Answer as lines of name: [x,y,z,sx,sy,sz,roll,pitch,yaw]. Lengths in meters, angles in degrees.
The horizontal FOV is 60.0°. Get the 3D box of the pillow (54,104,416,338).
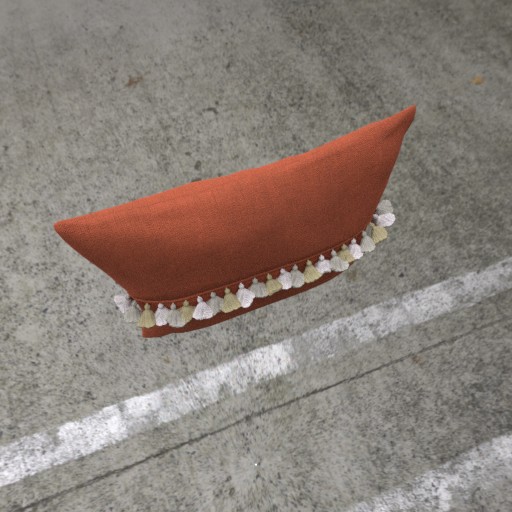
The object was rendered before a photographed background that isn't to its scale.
pillow: [0.000,0.000,0.739,0.490,0.482,0.165,-20,66,-9]
